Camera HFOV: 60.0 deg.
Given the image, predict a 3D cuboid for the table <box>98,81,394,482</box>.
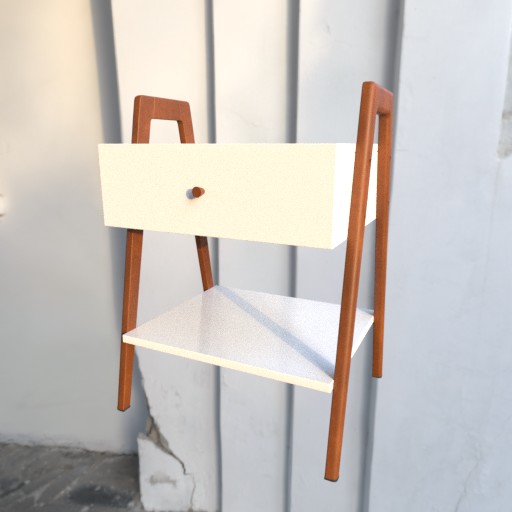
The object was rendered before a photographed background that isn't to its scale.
[{"bbox_3d":[0.000,0.000,0.877,0.457,0.610,0.405,7,16,25],"label":"table"}]
